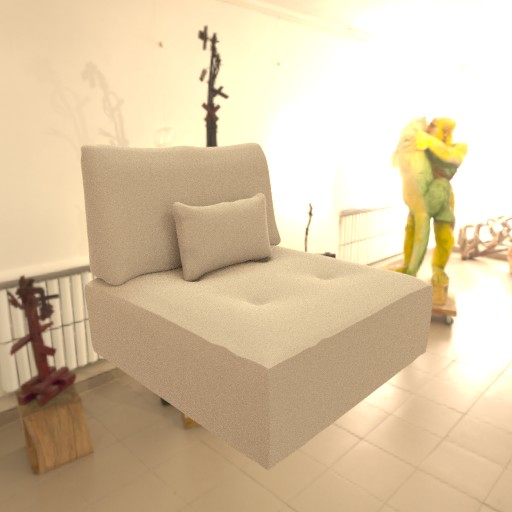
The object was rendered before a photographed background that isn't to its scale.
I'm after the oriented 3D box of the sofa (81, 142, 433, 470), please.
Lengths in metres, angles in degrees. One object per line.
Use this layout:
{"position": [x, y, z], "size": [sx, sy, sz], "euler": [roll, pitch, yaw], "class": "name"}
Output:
{"position": [0.000, 0.000, 1.684], "size": [1.000, 0.828, 0.935], "euler": [14, 20, 43], "class": "sofa"}
